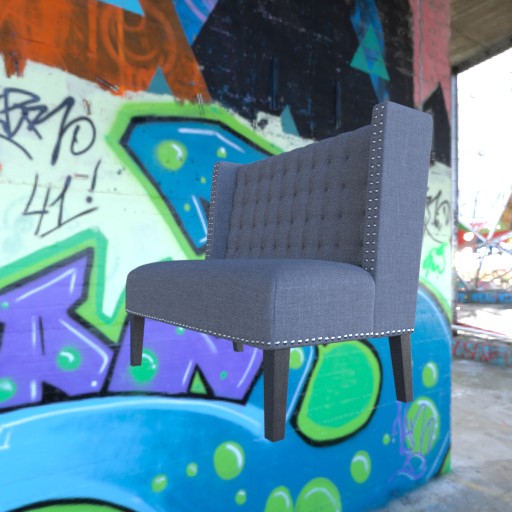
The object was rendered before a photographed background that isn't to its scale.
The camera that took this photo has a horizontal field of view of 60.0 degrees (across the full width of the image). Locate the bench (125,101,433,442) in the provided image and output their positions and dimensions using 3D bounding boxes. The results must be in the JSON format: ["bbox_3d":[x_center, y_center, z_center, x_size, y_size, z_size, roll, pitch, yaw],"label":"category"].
[{"bbox_3d":[0.000,0.000,2.021,0.842,1.121,1.276,1,-1,-35],"label":"bench"}]
